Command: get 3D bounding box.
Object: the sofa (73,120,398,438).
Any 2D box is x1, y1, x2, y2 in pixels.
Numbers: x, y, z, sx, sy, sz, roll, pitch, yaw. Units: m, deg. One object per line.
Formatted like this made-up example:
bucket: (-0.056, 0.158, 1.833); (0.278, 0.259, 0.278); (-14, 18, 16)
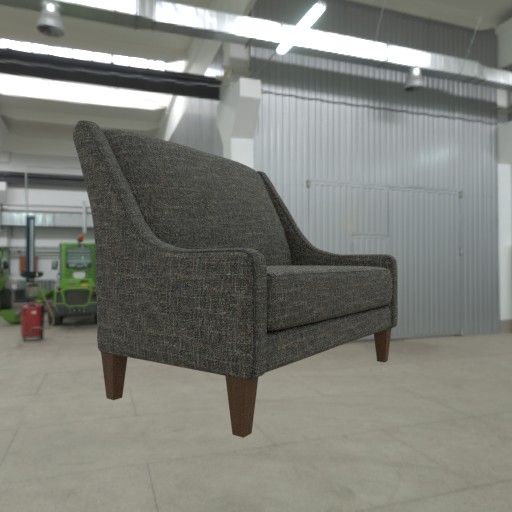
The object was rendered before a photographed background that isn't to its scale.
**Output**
sofa: (0.000, 0.000, 1.919); (0.870, 1.021, 1.242); (-1, -1, 36)
